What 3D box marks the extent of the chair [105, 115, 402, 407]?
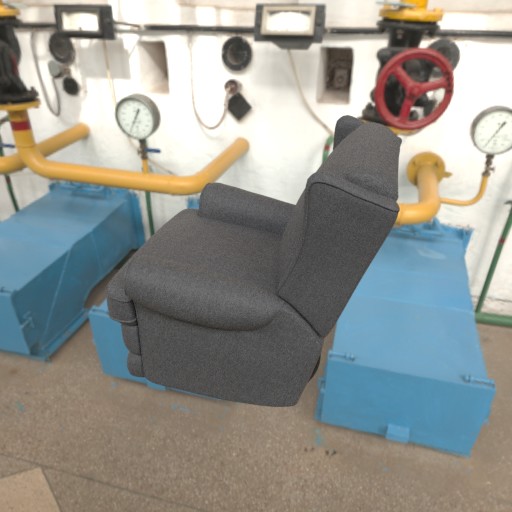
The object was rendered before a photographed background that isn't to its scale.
[{"bbox_3d":[0.000,0.000,1.750,0.969,1.011,0.847,9,33,14],"label":"chair"}]
